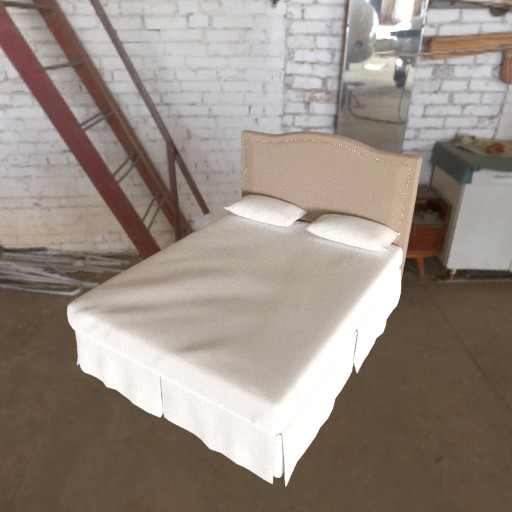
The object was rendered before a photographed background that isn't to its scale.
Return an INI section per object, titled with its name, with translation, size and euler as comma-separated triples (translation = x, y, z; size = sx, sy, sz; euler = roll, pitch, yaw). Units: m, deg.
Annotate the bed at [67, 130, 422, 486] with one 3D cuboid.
[bed]
translation = 0.000, 0.000, 3.389
size = 1.821, 1.436, 2.282
euler = 17, 33, 28
